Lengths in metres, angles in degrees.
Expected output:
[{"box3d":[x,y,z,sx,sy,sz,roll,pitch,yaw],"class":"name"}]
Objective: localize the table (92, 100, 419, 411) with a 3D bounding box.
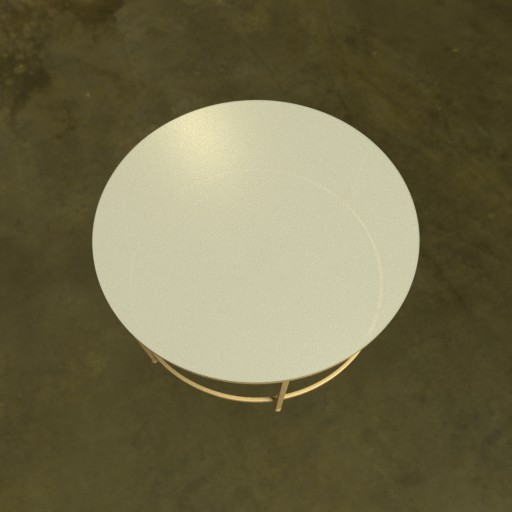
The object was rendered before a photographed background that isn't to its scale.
[{"box3d":[0.000,0.000,1.457,0.914,0.470,0.914,0,62,0],"class":"table"}]
